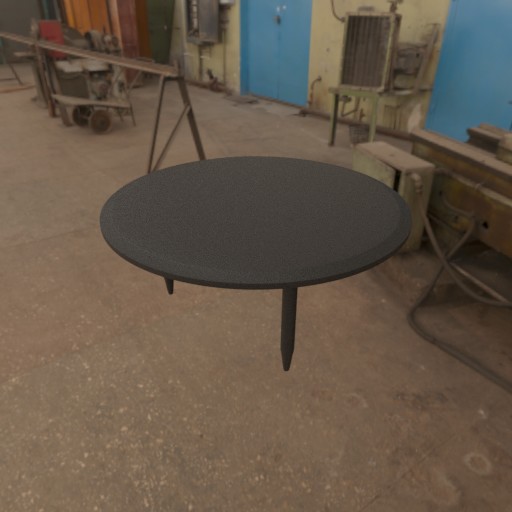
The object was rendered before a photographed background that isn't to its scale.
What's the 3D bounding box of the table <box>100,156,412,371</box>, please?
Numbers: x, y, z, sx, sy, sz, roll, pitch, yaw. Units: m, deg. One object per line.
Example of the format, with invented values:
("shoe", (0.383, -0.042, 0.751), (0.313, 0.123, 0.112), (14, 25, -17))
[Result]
("table", (0.000, 0.000, 1.427), (0.900, 0.400, 0.900), (0, 30, 0))
